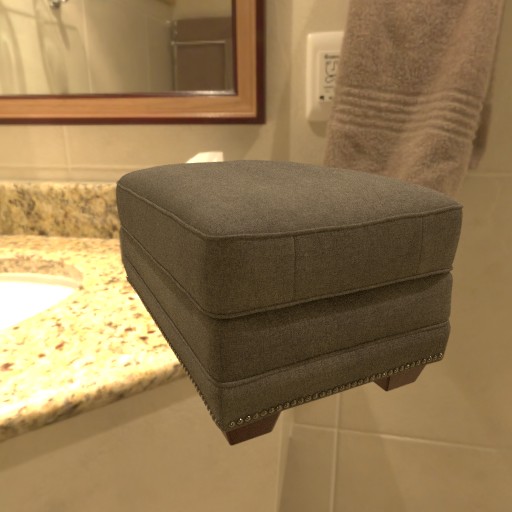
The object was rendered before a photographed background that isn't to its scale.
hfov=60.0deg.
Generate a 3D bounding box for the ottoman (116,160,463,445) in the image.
[{"bbox_3d":[0.000,0.000,1.131,0.561,0.457,0.813,-9,20,-25],"label":"ottoman"}]
